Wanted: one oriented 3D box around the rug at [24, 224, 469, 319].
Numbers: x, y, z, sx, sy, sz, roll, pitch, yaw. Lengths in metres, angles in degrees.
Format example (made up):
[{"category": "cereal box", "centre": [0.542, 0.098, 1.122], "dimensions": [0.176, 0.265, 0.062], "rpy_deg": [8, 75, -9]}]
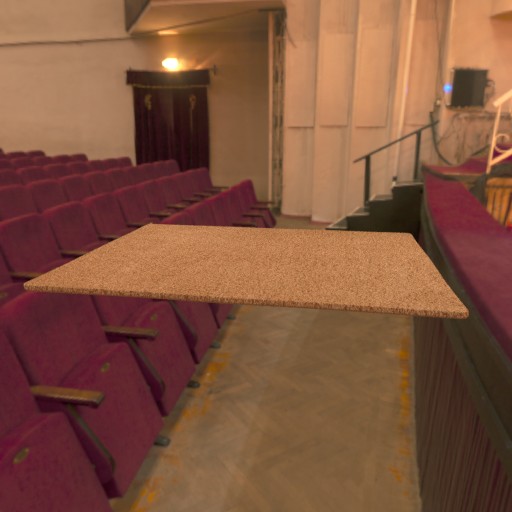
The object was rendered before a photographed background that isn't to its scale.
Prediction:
[{"category": "rug", "centre": [0.000, 0.000, 2.119], "dimensions": [1.600, 0.025, 1.199], "rpy_deg": [3, 16, 10]}]
